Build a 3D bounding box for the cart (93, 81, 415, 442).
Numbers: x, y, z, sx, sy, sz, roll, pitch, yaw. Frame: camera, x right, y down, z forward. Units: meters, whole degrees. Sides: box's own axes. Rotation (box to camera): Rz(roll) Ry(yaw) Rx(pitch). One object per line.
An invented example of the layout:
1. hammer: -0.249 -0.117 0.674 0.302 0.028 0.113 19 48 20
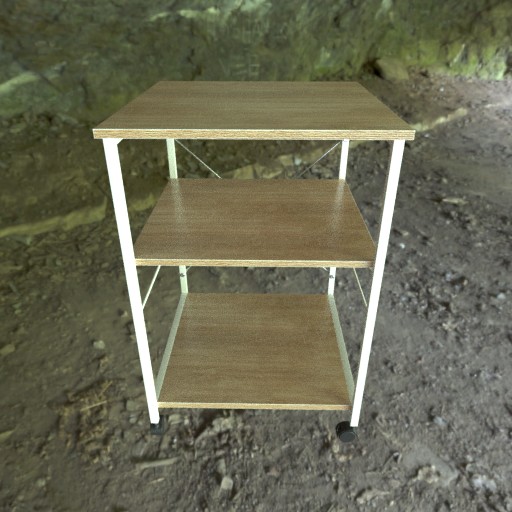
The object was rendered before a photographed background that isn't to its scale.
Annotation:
1. cart: 0.000 0.000 1.128 0.521 0.762 0.520 1 30 1
